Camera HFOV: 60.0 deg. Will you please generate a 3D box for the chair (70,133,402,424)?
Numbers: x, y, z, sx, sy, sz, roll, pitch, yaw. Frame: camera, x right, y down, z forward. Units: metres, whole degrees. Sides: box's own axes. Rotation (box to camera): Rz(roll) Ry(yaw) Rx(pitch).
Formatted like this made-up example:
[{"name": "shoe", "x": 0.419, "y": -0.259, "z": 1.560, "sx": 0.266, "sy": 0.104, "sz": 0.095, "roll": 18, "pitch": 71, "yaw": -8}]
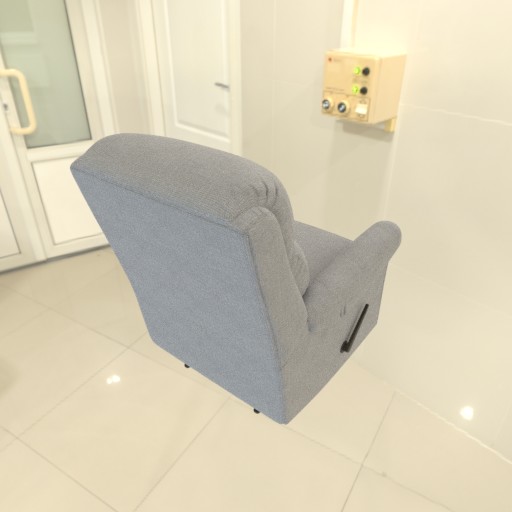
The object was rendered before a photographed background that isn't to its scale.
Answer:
[{"name": "chair", "x": 0.000, "y": 0.000, "z": 1.776, "sx": 0.838, "sy": 1.054, "sz": 1.014, "roll": 22, "pitch": 38, "yaw": 32}]
